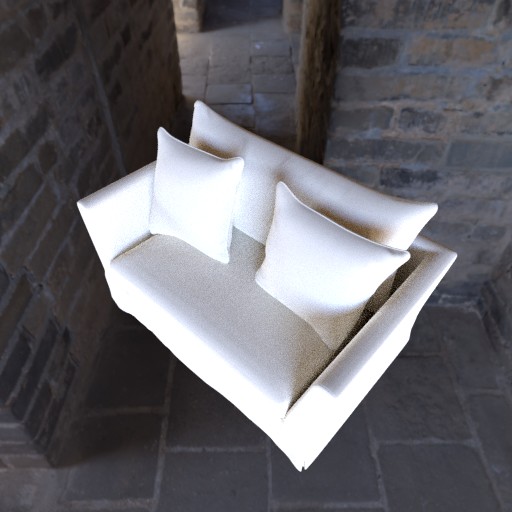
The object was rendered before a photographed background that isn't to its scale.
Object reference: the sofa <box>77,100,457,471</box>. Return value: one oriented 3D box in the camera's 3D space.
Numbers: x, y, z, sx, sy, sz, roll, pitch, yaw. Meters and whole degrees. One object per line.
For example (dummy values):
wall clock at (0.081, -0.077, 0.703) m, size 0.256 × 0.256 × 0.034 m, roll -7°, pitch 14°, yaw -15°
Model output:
sofa at (0.000, 0.000, 2.278) m, size 1.608 × 1.039 × 1.026 m, roll 33°, pitch 54°, yaw 28°
